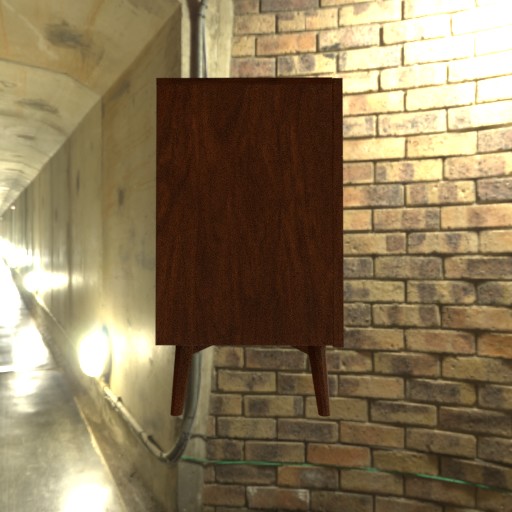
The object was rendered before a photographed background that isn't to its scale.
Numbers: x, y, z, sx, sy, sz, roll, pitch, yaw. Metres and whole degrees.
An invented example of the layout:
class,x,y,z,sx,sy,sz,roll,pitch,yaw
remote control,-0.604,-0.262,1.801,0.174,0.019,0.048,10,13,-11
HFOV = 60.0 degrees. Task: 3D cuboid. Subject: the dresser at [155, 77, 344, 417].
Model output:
class,x,y,z,sx,sy,sz,roll,pitch,yaw
dresser,0.000,0.000,1.866,0.500,0.889,1.472,0,-1,1
